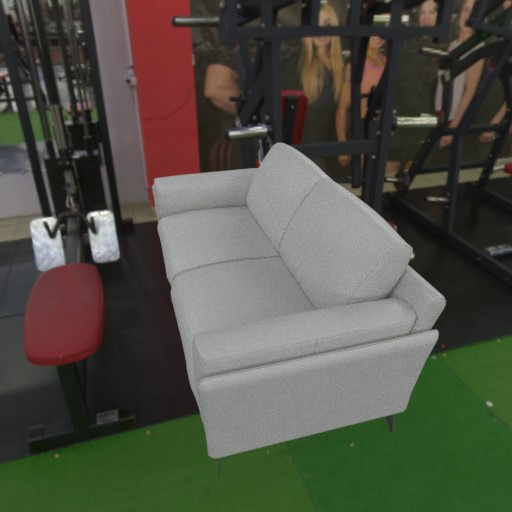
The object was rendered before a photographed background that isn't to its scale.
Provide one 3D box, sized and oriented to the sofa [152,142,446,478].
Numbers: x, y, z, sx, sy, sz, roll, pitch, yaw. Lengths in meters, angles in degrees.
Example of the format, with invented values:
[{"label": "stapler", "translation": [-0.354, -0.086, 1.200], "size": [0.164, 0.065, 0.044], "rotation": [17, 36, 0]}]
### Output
[{"label": "sofa", "translation": [0.000, 0.000, 2.632], "size": [1.049, 0.930, 2.101], "rotation": [-8, 31, -14]}]
